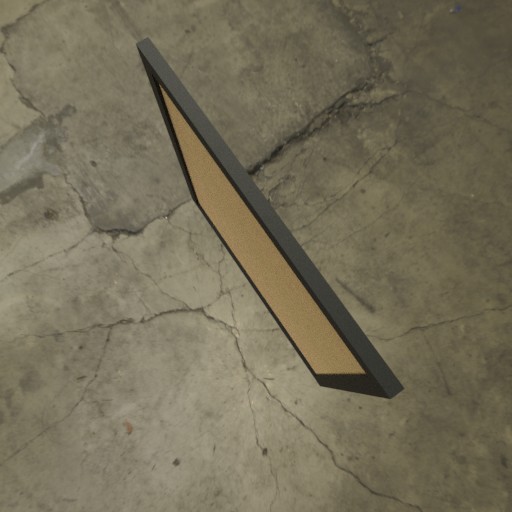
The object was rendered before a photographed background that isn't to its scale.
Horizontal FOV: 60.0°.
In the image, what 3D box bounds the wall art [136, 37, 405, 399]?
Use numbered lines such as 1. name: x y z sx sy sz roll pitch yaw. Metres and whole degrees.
1. wall art: 0.000 0.000 0.520 0.013 0.356 0.356 -33 78 -8
